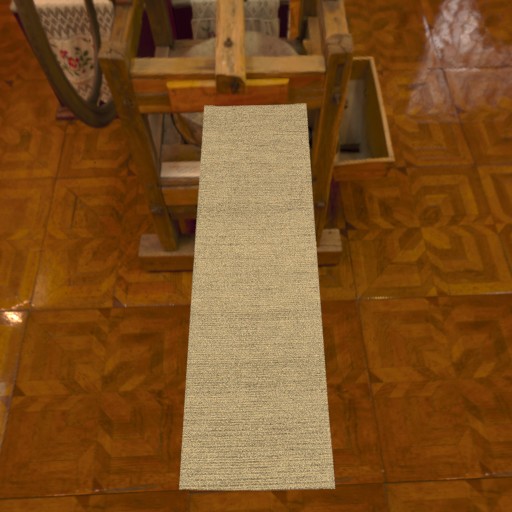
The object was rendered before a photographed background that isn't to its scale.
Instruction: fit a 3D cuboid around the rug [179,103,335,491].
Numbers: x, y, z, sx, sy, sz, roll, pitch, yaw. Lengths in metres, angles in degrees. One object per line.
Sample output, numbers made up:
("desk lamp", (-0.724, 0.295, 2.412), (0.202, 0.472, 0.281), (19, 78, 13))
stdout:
("rug", (0.000, 0.000, 2.477), (0.692, 0.032, 2.320), (0, 63, 0))
